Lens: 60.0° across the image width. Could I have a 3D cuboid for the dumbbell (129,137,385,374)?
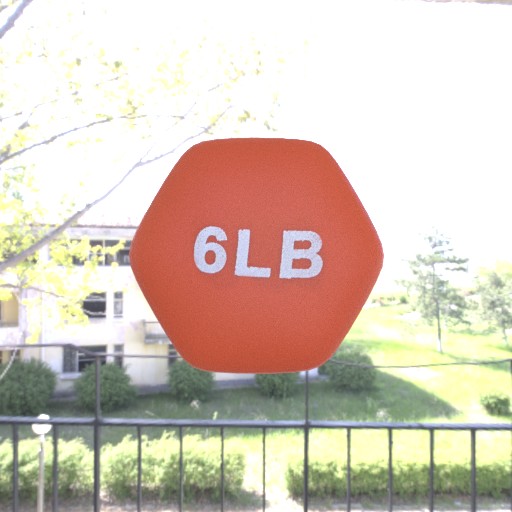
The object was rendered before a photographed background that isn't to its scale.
[{"bbox_3d":[0.000,0.000,0.202,0.079,0.071,0.162,0,0,0],"label":"dumbbell"}]
